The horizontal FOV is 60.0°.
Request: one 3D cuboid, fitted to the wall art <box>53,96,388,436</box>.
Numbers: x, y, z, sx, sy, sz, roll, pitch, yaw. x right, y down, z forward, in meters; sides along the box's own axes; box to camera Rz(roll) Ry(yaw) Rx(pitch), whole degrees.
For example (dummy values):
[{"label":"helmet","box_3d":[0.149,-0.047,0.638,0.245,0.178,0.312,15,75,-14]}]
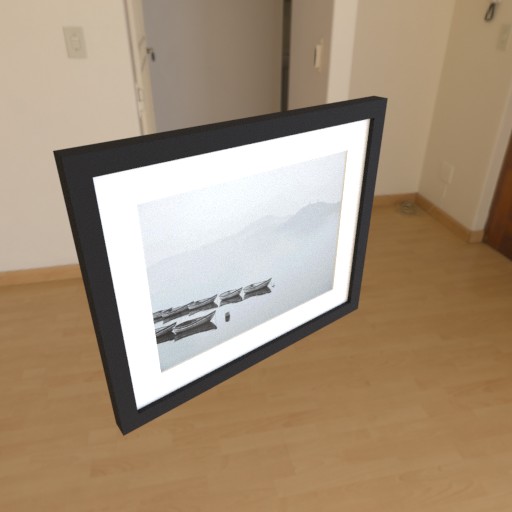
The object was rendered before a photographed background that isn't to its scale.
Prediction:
[{"label":"wall art","box_3d":[0.000,0.000,0.749,0.554,0.454,0.030,-21,36,-32]}]
